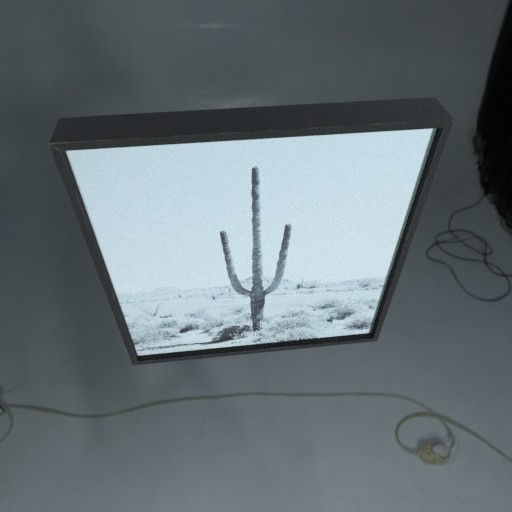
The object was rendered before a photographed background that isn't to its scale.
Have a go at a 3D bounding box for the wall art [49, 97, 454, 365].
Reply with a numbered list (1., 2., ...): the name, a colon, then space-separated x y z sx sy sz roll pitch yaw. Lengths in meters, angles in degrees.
1. wall art: 0.000 0.000 0.453 0.305 0.305 0.038 -5 46 -5
